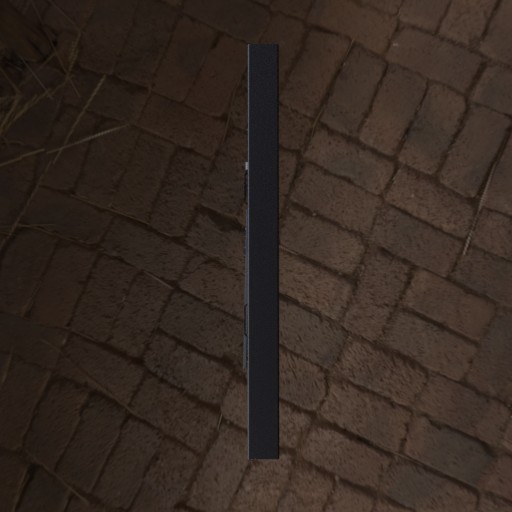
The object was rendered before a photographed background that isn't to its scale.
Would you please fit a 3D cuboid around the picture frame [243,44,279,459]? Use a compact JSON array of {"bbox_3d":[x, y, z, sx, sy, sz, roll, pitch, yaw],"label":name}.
[{"bbox_3d":[0.000,0.000,0.518,0.036,0.383,0.307,0,88,0],"label":"picture frame"}]
